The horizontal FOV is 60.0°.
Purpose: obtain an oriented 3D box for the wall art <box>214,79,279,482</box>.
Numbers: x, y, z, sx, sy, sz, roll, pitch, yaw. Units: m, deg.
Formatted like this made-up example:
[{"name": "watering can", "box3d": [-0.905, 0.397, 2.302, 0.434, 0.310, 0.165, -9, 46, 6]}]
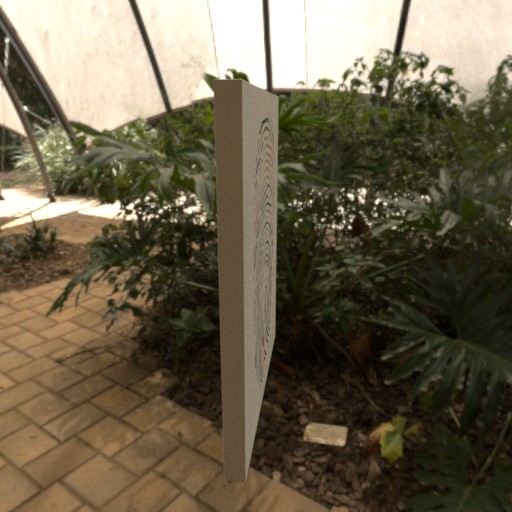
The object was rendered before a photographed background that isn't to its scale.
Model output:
[{"name": "wall art", "box3d": [0.000, 0.000, 0.866, 0.037, 0.606, 0.508, 2, 18, 7]}]
